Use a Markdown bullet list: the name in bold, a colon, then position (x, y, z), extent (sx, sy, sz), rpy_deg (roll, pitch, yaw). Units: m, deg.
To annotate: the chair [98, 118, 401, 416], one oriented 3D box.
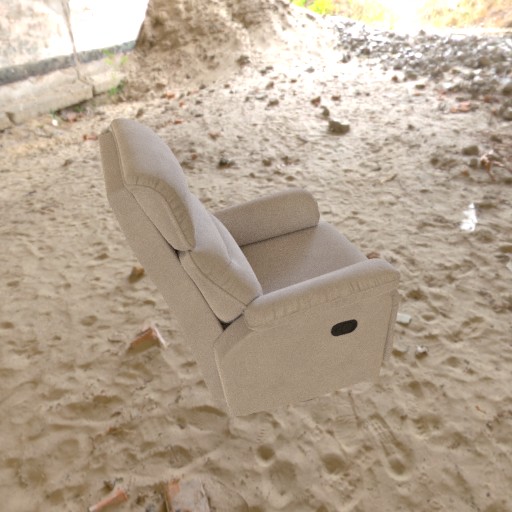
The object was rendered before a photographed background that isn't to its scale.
- **chair**: position (0.000, 0.000, 1.726), extent (1.001, 1.039, 0.820), rpy_deg (-10, 33, -16)
